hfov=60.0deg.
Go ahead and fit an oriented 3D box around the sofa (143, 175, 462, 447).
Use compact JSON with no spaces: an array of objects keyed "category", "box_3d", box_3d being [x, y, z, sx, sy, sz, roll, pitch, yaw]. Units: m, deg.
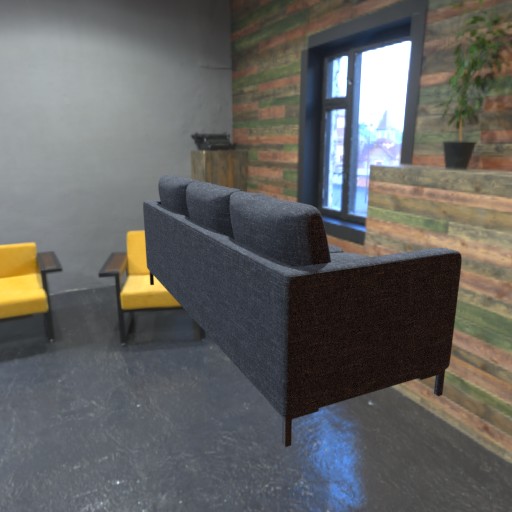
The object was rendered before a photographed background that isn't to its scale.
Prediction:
[{"category":"sofa","box_3d":[0.000,0.000,2.651,0.859,0.874,2.218,-7,16,-25]}]
